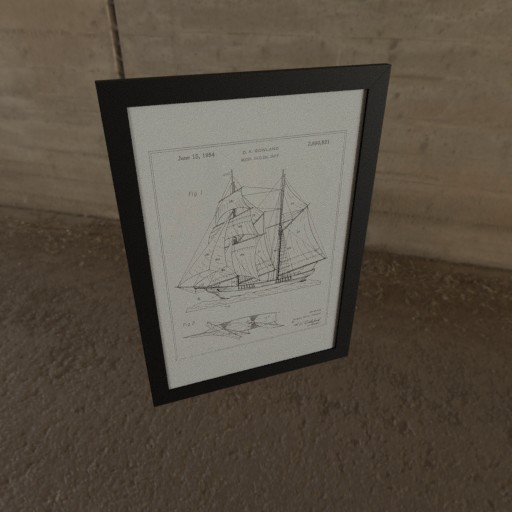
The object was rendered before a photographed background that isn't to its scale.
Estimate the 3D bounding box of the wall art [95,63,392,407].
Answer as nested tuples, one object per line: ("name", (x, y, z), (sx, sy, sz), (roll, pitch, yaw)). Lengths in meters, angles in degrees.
("wall art", (0.000, 0.000, 0.590), (0.326, 0.459, 0.011), (-10, 33, -16))
